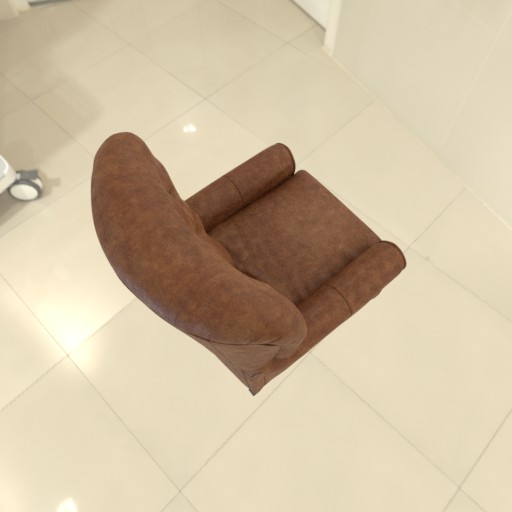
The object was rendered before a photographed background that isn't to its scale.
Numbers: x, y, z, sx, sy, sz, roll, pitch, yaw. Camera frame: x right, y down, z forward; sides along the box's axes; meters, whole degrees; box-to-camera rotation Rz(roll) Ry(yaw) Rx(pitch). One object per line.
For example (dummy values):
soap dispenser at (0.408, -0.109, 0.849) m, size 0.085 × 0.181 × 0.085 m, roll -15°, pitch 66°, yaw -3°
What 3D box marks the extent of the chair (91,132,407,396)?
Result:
chair at (0.000, 0.000, 1.894) m, size 1.059 × 1.164 × 0.951 m, roll -35°, pitch 66°, yaw -18°
